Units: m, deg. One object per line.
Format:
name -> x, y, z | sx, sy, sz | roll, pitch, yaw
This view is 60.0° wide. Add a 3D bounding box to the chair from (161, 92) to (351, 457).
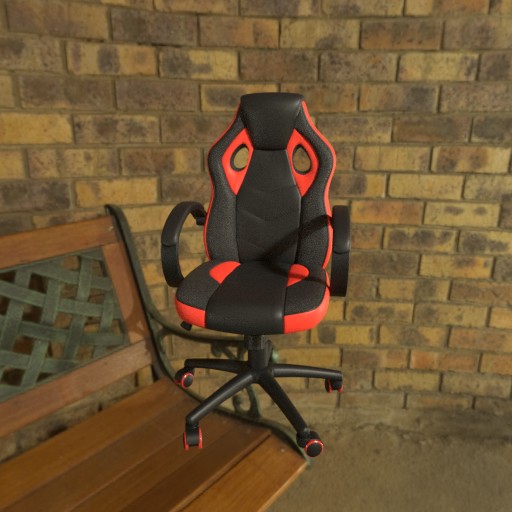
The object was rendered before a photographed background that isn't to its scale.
chair -> 0.000, 0.000, 1.410 | 0.600, 1.016, 0.642 | 2, 17, 8
